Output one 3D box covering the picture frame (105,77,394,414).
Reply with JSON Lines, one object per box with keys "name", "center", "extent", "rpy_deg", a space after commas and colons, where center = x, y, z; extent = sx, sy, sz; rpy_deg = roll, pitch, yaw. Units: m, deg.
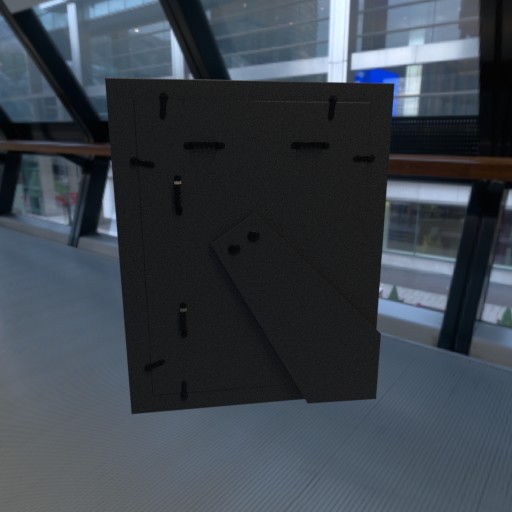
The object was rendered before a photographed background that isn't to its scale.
{"name": "picture frame", "center": [0.000, 0.000, 0.517], "extent": [0.307, 0.383, 0.036], "rpy_deg": [-2, 15, -8]}
